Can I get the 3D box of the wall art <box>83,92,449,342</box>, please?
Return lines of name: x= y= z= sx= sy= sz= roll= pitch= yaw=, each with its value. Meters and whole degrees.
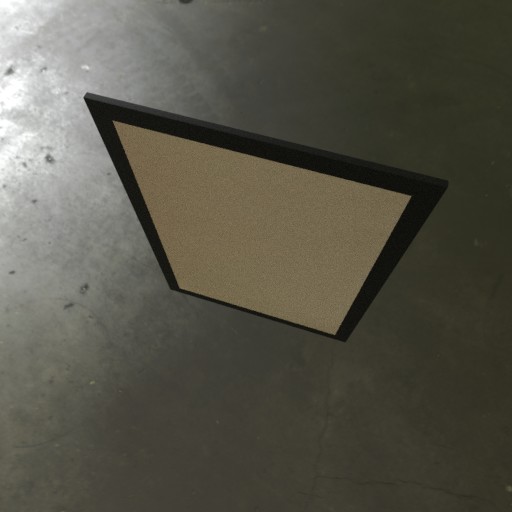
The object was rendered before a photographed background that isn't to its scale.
wall art: x=0.000 y=0.000 z=0.678 sx=0.379 sy=0.530 sz=0.008 roll=16 pitch=64 yaw=8
